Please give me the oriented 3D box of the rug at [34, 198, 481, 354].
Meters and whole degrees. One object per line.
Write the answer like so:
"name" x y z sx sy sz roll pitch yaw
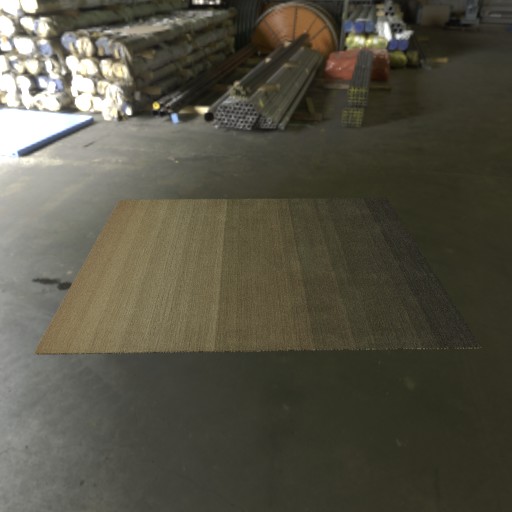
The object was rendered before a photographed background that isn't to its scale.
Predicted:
"rug" 0.000 0.000 3.868 2.932 0.015 2.315 -1 32 -1
